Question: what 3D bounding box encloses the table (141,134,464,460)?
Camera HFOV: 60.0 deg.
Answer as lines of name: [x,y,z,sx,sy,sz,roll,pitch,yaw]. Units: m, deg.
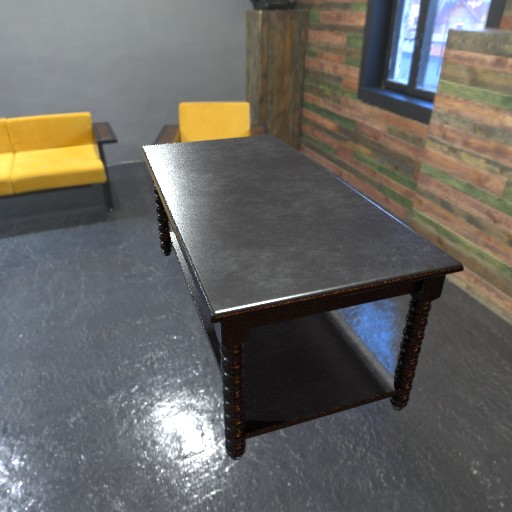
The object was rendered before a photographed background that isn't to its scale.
table: [0.000,0.000,1.490,0.580,0.487,1.171,-10,31,-16]
